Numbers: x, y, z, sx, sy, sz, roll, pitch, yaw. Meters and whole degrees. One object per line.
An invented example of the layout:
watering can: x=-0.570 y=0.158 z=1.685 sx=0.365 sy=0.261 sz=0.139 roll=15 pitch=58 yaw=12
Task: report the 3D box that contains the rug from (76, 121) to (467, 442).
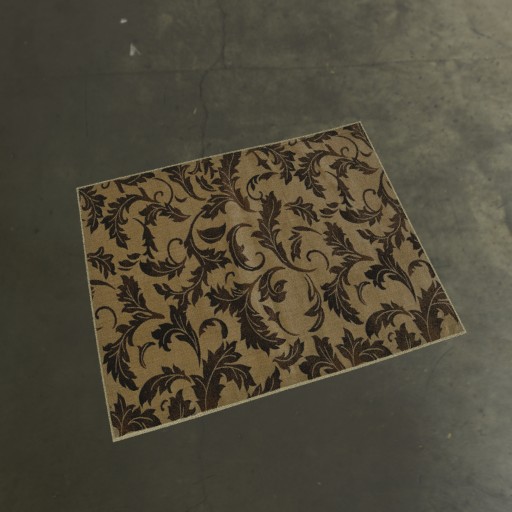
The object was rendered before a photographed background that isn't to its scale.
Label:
rug: x=0.000 y=0.000 z=3.997 sx=2.977 sy=0.008 sz=2.380 roll=-15 pitch=66 yaw=-7
